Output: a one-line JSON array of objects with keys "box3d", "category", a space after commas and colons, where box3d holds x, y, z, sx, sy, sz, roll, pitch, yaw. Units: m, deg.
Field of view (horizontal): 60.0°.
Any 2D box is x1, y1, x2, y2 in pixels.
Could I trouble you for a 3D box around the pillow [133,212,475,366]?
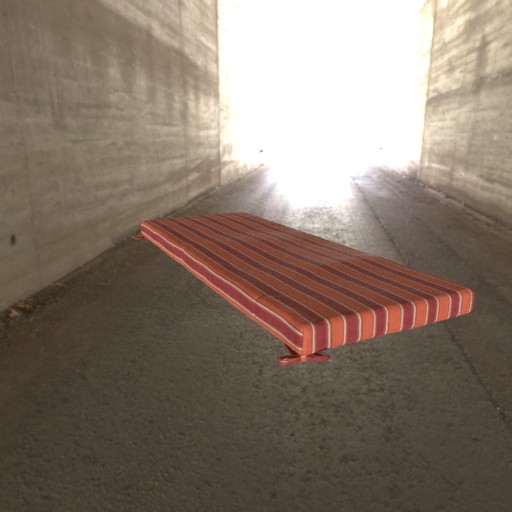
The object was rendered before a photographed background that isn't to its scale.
[{"box3d": [0.000, 0.000, 1.345, 0.492, 0.081, 1.187, -8, 17, -27], "category": "pillow"}]
